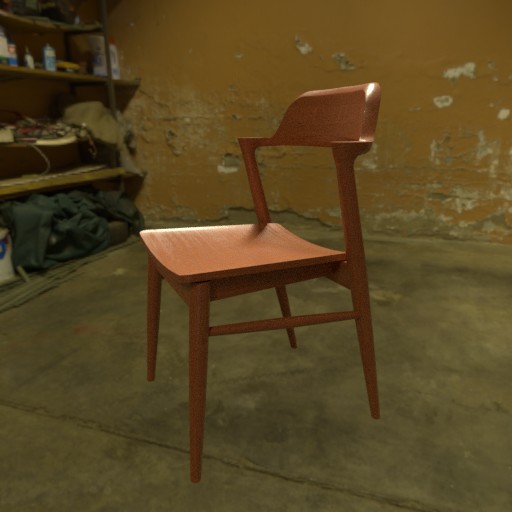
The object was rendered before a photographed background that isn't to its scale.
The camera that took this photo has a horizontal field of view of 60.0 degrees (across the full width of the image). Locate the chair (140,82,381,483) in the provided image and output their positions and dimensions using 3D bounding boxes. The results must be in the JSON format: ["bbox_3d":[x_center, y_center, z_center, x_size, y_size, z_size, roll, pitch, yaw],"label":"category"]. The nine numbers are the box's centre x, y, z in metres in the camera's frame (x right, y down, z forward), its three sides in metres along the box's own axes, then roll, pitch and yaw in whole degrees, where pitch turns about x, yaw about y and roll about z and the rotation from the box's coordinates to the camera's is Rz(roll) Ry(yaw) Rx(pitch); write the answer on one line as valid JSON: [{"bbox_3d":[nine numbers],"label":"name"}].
[{"bbox_3d":[0.000,0.000,1.094,0.499,0.801,0.496,-7,18,-24],"label":"chair"}]
